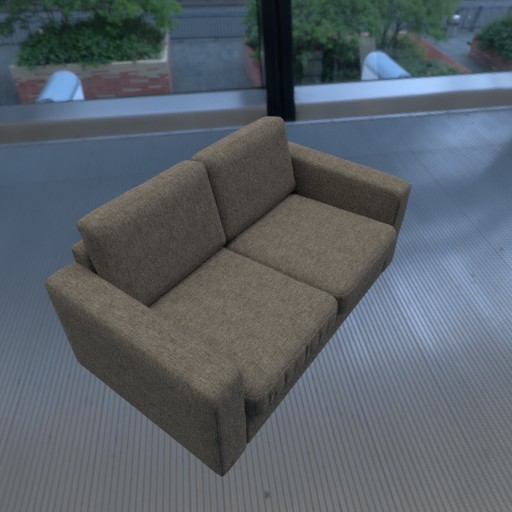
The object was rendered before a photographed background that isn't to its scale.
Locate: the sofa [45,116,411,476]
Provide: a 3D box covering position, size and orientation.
[{"bbox_3d":[0.000,0.000,2.014,0.900,0.800,1.520,26,47,27],"label":"sofa"}]
